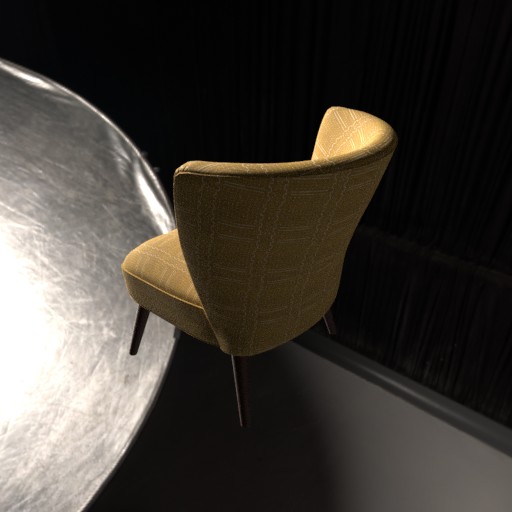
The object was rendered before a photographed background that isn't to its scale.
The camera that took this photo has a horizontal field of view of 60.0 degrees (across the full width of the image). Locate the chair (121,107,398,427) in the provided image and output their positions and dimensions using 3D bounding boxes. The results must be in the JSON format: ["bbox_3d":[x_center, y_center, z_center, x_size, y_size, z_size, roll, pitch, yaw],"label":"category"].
[{"bbox_3d":[0.000,0.000,1.431,0.758,0.866,0.706,22,38,32],"label":"chair"}]
